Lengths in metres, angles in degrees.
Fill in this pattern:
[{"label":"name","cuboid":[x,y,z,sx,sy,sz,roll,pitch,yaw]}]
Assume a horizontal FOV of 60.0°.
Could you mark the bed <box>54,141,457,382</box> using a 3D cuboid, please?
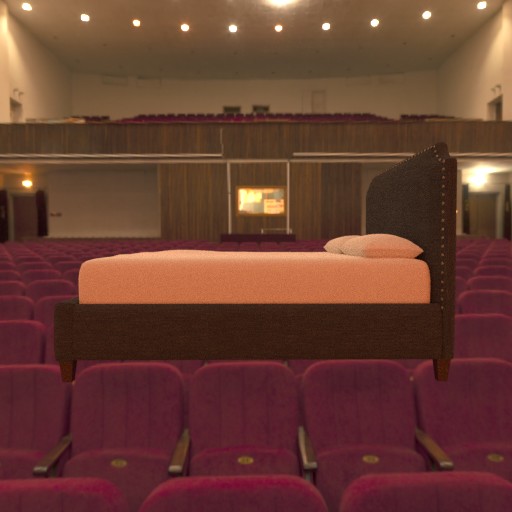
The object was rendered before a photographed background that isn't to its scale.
[{"label":"bed","cuboid":[0.000,0.000,3.413,2.372,1.443,1.713,0,2,-1]}]
